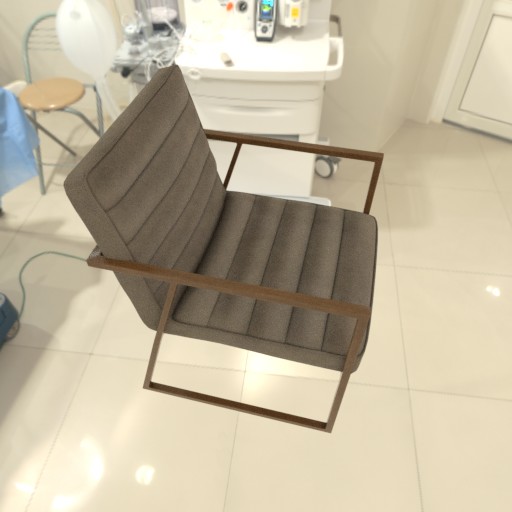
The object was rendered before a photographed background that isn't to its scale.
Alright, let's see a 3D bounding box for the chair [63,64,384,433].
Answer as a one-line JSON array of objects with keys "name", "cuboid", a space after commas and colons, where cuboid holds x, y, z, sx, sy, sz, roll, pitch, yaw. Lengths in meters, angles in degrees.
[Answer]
[{"name": "chair", "cuboid": [0.000, 0.000, 1.282, 0.682, 0.843, 0.578, 10, 49, 9]}]
